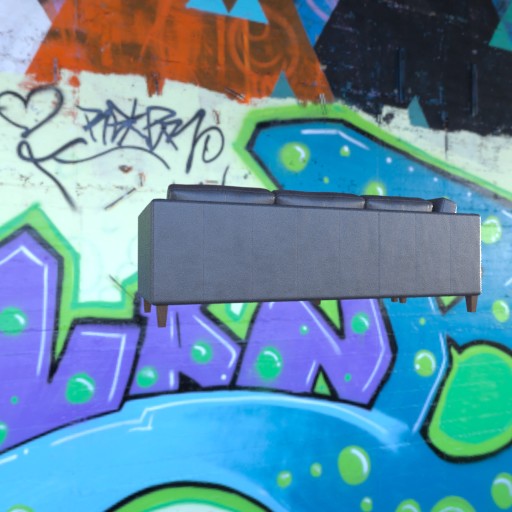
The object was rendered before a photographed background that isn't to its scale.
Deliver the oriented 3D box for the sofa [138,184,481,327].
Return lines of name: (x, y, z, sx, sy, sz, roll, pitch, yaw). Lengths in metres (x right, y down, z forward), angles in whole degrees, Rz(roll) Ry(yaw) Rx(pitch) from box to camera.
sofa: (0.000, 0.000, 4.501, 2.452, 0.891, 3.324, 0, -1, -20)
